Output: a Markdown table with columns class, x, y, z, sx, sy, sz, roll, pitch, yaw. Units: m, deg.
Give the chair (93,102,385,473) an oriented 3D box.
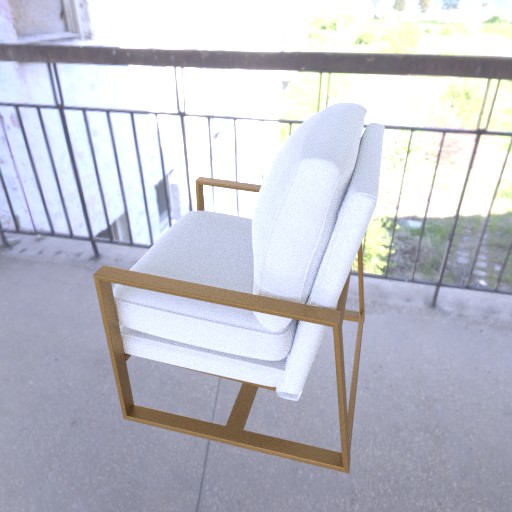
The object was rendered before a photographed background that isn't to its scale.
| class | x | y | z | sx | sy | sz | roll | pitch | yaw |
| --- | --- | --- | --- | --- | --- | --- | --- | --- | --- |
| chair | 0.000 | 0.000 | 1.536 | 0.813 | 0.966 | 0.805 | 8 | 31 | 13 |
